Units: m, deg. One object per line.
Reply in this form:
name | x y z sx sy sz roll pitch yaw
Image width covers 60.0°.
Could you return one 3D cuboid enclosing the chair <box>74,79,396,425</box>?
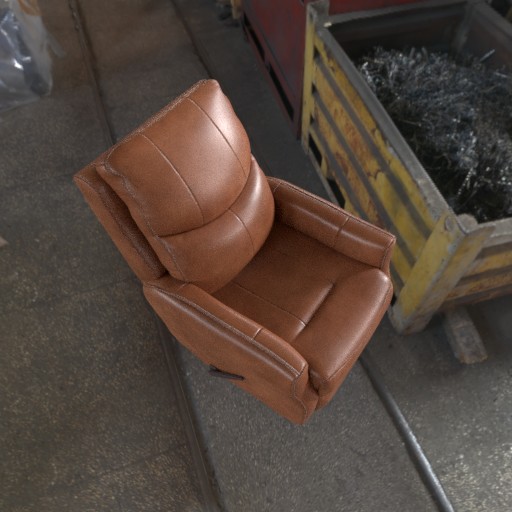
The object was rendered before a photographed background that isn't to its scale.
chair | 0.000 0.000 1.798 1.072 1.016 0.821 31 62 19
